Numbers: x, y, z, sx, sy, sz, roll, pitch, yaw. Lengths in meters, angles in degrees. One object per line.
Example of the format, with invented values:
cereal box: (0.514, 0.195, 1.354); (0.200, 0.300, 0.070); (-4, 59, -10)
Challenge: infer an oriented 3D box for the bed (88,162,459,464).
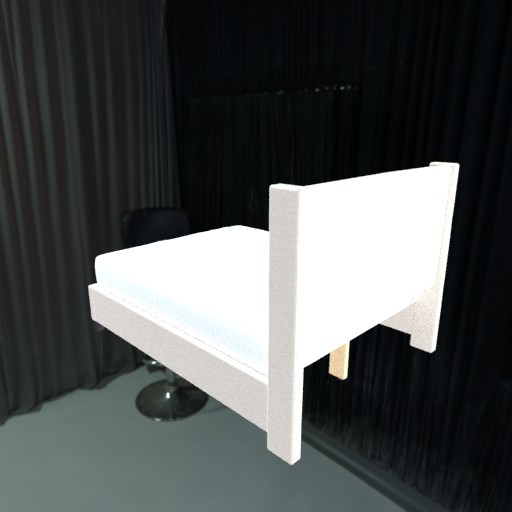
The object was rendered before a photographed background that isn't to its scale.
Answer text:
bed: (0.000, 0.000, 3.506); (2.293, 1.471, 1.778); (16, 23, 43)
